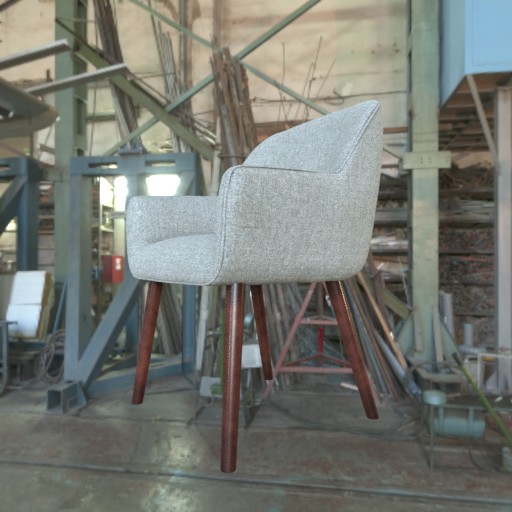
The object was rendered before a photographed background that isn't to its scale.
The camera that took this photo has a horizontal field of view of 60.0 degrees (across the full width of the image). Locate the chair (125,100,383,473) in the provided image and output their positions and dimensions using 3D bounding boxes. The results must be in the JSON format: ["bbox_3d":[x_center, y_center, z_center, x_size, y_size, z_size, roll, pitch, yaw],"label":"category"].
[{"bbox_3d":[0.000,0.000,1.158,0.519,0.803,0.543,0,0,-36],"label":"chair"}]
